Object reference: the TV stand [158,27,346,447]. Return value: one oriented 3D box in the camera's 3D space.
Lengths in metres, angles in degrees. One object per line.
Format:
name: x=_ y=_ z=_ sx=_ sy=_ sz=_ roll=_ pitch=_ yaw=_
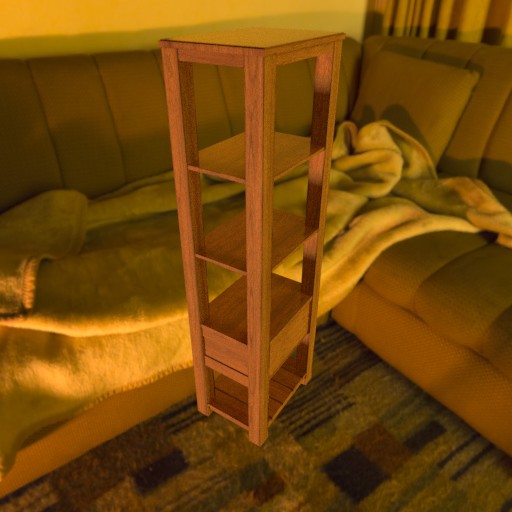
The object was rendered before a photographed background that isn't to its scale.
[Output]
TV stand: x=0.000 y=0.000 z=2.042 sx=0.435 sy=1.828 sz=0.565 roll=19 pitch=36 yaw=28
